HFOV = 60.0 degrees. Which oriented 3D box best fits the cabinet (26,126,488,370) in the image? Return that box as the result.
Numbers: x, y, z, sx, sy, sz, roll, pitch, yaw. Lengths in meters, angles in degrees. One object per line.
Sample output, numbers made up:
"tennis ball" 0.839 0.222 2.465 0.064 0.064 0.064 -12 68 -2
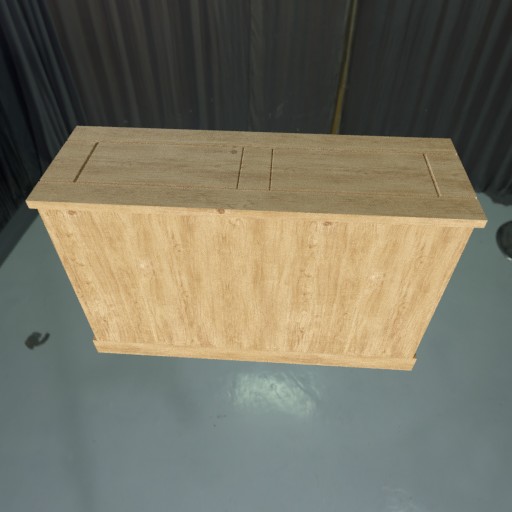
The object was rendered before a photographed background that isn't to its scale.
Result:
"cabinet" 0.000 0.000 1.704 1.321 0.810 0.432 3 46 3
